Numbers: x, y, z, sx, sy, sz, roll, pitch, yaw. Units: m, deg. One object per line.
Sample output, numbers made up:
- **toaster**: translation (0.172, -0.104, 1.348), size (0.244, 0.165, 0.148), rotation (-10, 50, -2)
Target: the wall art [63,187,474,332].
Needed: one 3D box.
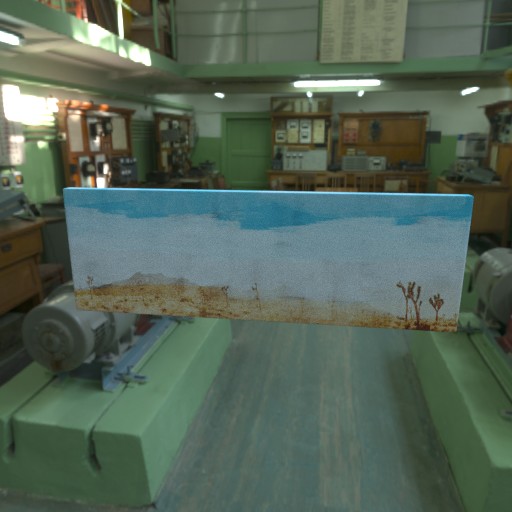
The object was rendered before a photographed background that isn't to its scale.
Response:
- **wall art**: translation (0.000, 0.000, 0.864), size (0.759, 0.254, 0.044), rotation (2, 16, 8)
